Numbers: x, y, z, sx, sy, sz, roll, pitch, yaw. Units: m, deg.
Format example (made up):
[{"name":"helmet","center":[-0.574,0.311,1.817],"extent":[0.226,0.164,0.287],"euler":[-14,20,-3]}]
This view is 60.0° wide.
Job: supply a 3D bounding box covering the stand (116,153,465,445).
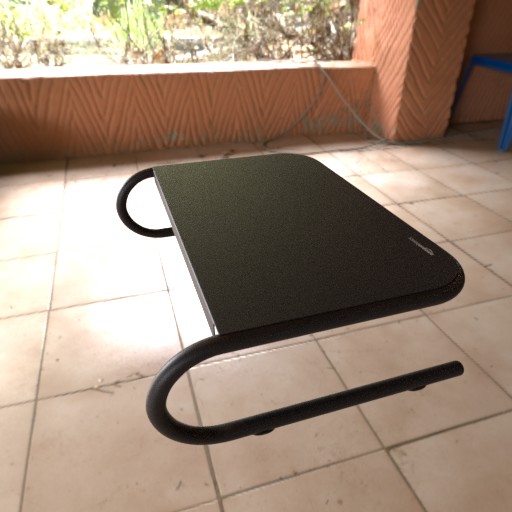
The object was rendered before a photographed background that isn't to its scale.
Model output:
[{"name":"stand","center":[0.000,0.000,0.492],"extent":[0.280,0.108,0.370],"euler":[-10,32,-16]}]
